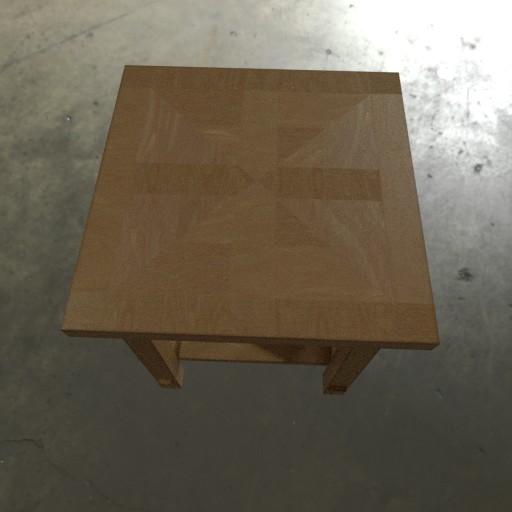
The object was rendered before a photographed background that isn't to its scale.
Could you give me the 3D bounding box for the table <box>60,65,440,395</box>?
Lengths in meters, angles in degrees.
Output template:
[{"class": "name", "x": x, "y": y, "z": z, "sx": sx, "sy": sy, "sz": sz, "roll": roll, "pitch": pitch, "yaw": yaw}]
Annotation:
[{"class": "table", "x": 0.000, "y": 0.000, "z": 1.132, "sx": 0.610, "sy": 0.638, "sz": 0.612, "roll": 2, "pitch": 63, "yaw": 1}]
